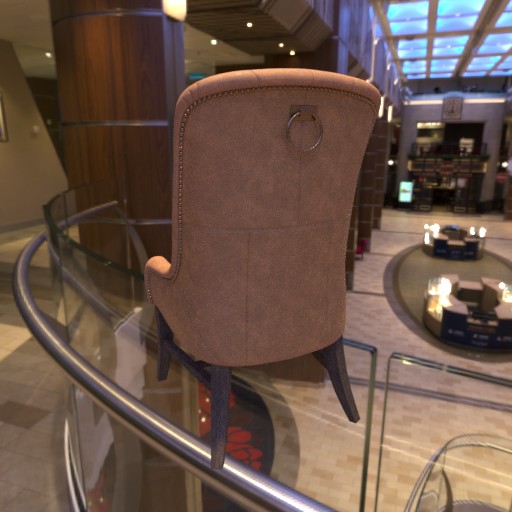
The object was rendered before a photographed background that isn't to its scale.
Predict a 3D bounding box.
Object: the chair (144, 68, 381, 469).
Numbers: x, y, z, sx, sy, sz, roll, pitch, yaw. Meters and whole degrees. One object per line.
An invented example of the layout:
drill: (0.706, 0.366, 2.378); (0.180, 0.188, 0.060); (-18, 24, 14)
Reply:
chair: (0.000, 0.000, 1.479); (0.634, 1.091, 0.629); (-7, 16, -25)
